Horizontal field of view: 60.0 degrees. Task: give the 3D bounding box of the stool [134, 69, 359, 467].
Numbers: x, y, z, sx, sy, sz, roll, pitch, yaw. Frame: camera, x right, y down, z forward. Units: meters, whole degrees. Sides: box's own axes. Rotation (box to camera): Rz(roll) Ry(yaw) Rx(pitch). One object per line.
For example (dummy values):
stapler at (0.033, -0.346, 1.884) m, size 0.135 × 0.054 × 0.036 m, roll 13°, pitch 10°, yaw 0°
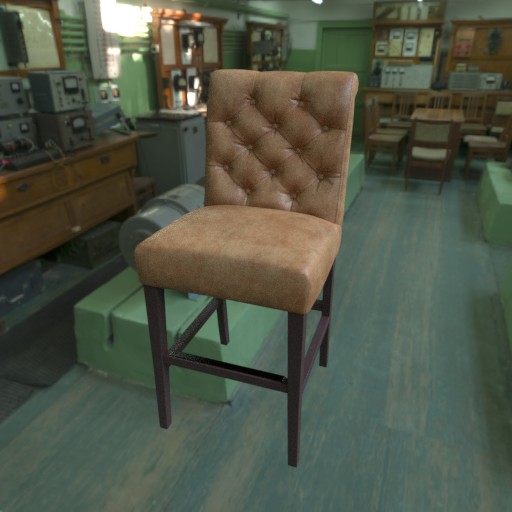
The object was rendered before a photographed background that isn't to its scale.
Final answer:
stool at (0.000, 0.000, 1.380) m, size 0.493 × 1.047 × 0.601 m, roll 9°, pitch 27°, yaw 18°
